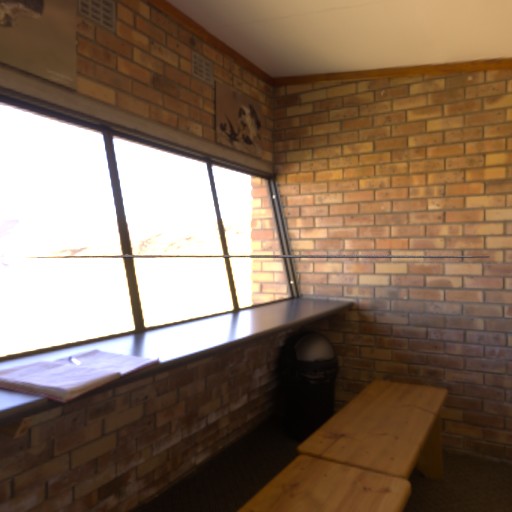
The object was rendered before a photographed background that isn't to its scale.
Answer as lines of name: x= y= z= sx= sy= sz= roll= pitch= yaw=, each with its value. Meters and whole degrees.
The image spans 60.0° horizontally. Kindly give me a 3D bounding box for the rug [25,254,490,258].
rug: x=0.000 y=0.000 z=3.838 sx=2.867 sy=0.020 sz=2.277 roll=0 pitch=0 yaw=-1
